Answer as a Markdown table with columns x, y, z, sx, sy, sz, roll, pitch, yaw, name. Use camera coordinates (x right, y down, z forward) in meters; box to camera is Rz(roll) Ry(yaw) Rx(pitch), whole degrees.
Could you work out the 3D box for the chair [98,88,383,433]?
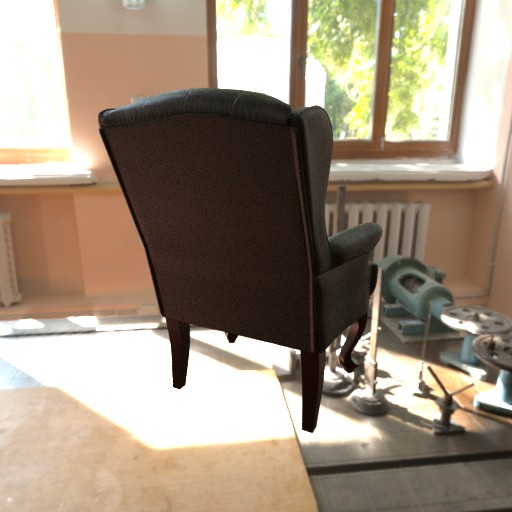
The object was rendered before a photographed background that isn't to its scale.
| x | y | z | sx | sy | sz | roll | pitch | yaw | name |
| --- | --- | --- | --- | --- | --- | --- | --- | --- | --- |
| 0.000 | 0.000 | 1.661 | 0.831 | 1.133 | 0.822 | 8 | 18 | 27 | chair |
